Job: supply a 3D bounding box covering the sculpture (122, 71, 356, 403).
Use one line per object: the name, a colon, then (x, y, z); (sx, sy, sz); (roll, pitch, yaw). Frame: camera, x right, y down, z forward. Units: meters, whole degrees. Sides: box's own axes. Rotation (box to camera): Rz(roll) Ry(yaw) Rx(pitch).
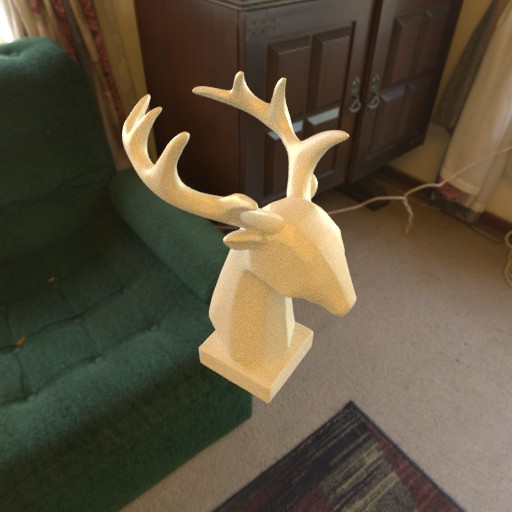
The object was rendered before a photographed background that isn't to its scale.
sculpture: (0.000, 0.000, 0.460); (0.224, 0.329, 0.174); (24, 46, 26)
